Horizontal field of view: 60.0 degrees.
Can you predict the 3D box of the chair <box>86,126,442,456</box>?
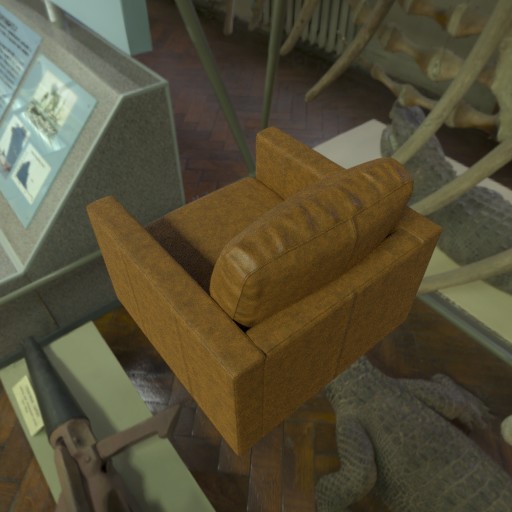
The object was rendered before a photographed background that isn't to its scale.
[{"bbox_3d":[0.000,0.000,1.684,0.890,0.956,0.909,-30,53,-26],"label":"chair"}]
